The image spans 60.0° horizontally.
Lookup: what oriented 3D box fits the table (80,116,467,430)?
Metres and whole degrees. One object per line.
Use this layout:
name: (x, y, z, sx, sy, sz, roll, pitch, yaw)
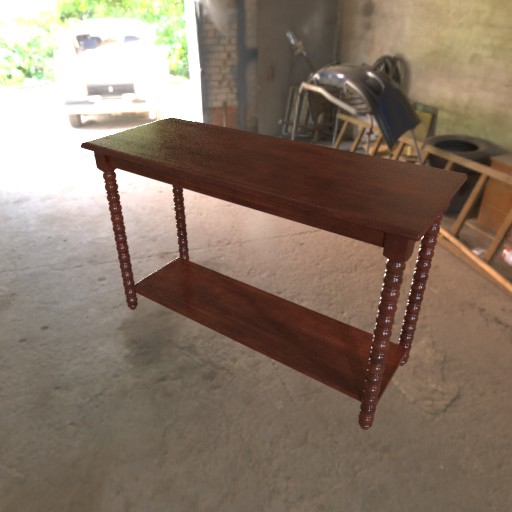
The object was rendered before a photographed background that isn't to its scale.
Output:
table: (0.000, 0.000, 1.602, 1.184, 0.740, 0.459, 20, 36, 29)
